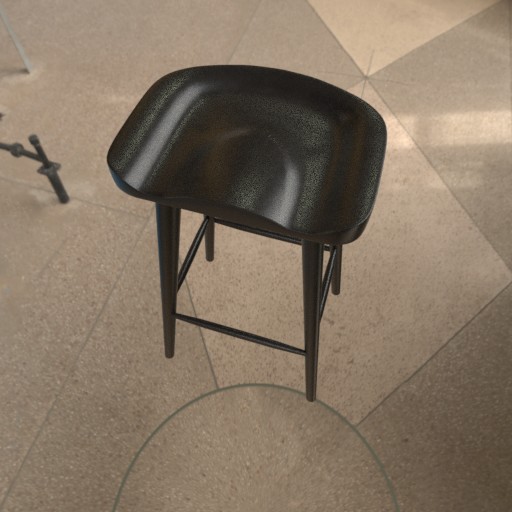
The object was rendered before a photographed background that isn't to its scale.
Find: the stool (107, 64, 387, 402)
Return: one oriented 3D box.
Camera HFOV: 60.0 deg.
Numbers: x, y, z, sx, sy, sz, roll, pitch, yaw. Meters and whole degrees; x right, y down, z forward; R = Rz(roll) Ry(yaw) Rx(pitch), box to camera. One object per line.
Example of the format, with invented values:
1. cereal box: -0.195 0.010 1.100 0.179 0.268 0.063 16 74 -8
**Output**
1. stool: 0.000 0.000 1.001 0.440 0.749 0.361 15 59 9
